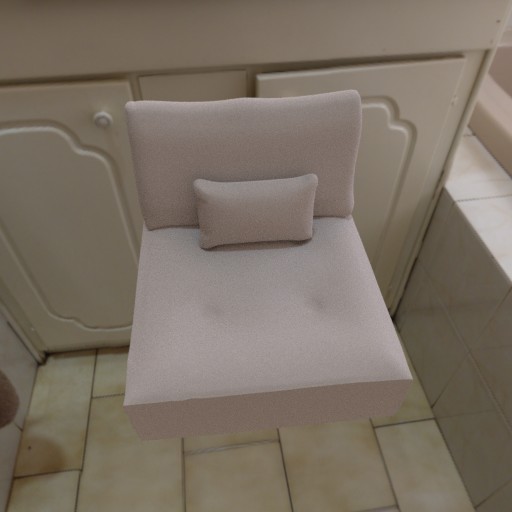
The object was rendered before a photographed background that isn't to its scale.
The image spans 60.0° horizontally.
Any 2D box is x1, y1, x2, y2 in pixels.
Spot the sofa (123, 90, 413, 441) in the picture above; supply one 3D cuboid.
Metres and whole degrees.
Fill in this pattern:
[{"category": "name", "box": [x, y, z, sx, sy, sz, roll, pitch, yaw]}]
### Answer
[{"category": "sofa", "box": [0.000, 0.000, 1.662, 0.935, 0.828, 1.000, -4, 47, -4]}]
